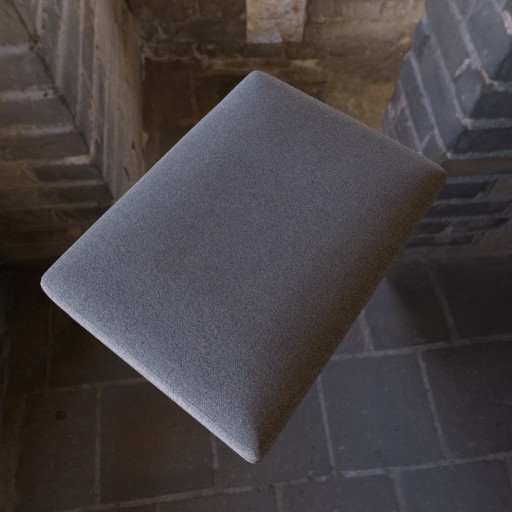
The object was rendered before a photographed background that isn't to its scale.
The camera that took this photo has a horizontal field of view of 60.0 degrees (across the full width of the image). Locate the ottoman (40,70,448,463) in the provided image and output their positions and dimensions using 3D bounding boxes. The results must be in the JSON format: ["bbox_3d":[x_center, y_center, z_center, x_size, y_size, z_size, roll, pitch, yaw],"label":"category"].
[{"bbox_3d":[0.000,0.000,1.181,0.611,0.441,0.821,34,69,15],"label":"ottoman"}]
